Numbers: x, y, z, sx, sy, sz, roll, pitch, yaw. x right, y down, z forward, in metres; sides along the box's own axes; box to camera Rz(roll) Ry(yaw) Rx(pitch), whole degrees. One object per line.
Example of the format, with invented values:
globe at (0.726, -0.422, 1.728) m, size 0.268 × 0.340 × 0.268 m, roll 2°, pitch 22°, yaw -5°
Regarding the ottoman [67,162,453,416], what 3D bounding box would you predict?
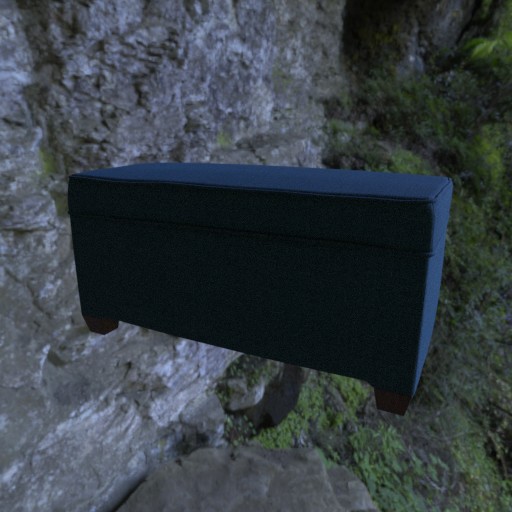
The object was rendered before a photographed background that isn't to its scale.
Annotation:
ottoman at (0.000, 0.000, 1.217) m, size 0.943 × 0.474 × 0.474 m, roll 8°, pitch 18°, yaw 25°
